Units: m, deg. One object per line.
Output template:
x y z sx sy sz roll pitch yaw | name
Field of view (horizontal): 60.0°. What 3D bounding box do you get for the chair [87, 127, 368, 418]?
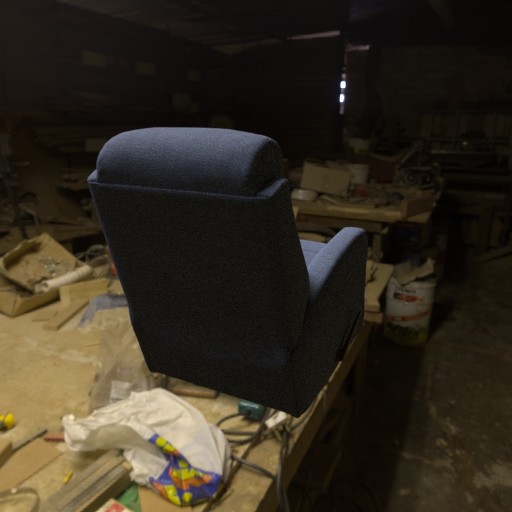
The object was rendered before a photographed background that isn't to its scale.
0.000 0.000 1.798 0.798 1.013 1.043 9 19 26 | chair
